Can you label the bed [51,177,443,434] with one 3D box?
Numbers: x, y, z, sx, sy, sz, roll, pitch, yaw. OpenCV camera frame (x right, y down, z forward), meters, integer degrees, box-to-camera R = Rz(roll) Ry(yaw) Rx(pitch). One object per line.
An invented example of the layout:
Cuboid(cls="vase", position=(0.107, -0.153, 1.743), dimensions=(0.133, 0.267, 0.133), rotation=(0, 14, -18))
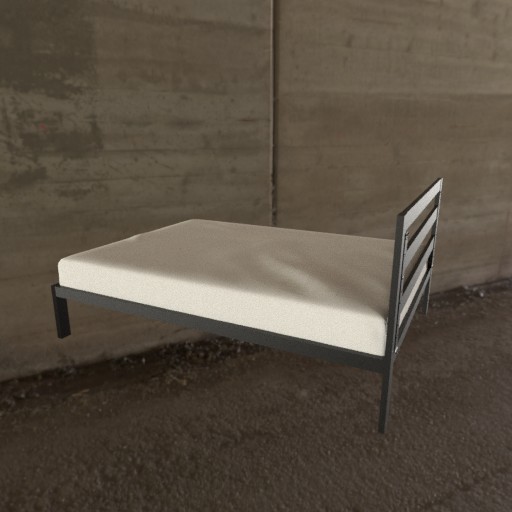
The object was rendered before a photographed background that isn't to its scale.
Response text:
Cuboid(cls="bed", position=(0.000, 0.000, 2.899), dimensions=(2.062, 0.967, 1.524), rotation=(8, 18, 26))
